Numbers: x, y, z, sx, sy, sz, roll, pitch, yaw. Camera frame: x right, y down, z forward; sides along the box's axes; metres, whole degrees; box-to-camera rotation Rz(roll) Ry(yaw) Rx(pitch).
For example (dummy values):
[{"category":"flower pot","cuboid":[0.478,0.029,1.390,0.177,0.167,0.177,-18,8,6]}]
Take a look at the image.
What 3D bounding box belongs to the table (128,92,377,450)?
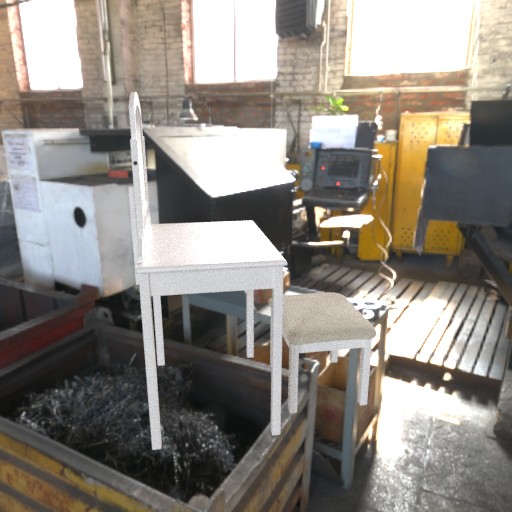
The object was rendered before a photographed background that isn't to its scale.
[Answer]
[{"category":"table","cuboid":[0.000,0.000,2.369,1.211,1.631,0.876,-3,17,-10]}]
